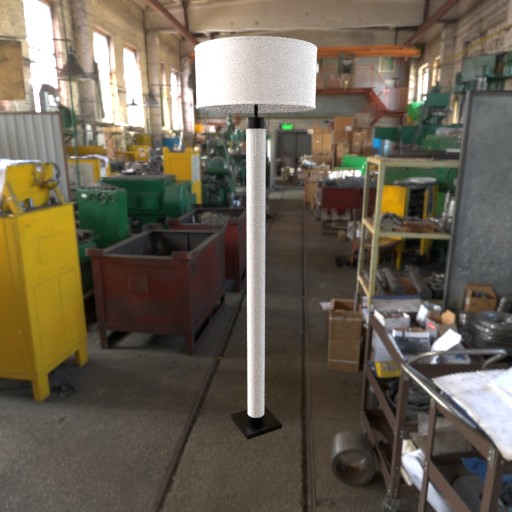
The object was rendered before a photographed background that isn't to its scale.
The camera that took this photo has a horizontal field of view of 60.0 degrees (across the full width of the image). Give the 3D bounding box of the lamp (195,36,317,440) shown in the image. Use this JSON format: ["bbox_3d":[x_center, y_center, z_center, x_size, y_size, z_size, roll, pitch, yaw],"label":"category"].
[{"bbox_3d":[0.000,0.000,1.702,0.420,1.475,0.420,-7,16,-27],"label":"lamp"}]
